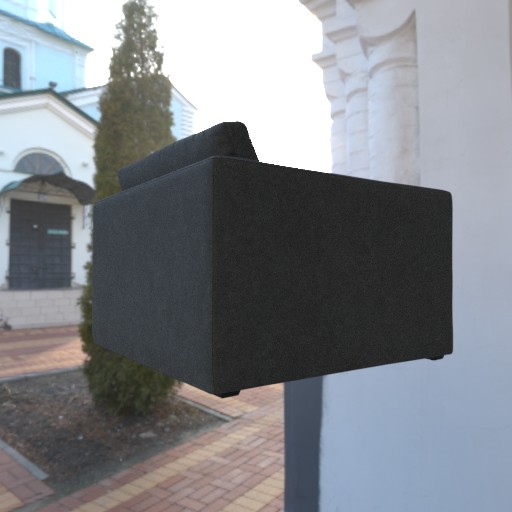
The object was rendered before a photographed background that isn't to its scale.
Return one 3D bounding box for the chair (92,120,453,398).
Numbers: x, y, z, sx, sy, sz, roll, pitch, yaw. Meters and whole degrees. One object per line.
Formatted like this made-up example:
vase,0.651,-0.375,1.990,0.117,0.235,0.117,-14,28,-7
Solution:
chair,0.000,0.000,1.888,1.091,0.845,1.190,1,-2,-37
